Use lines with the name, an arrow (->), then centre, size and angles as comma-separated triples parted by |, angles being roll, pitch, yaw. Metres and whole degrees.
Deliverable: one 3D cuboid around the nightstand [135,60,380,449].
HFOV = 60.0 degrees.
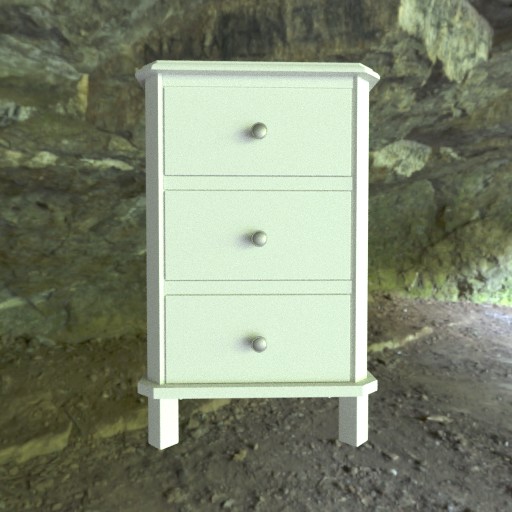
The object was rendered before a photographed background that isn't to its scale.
nightstand -> 0.000, 0.000, 0.933 | 0.435, 0.681, 0.351 | 0, 2, -2
